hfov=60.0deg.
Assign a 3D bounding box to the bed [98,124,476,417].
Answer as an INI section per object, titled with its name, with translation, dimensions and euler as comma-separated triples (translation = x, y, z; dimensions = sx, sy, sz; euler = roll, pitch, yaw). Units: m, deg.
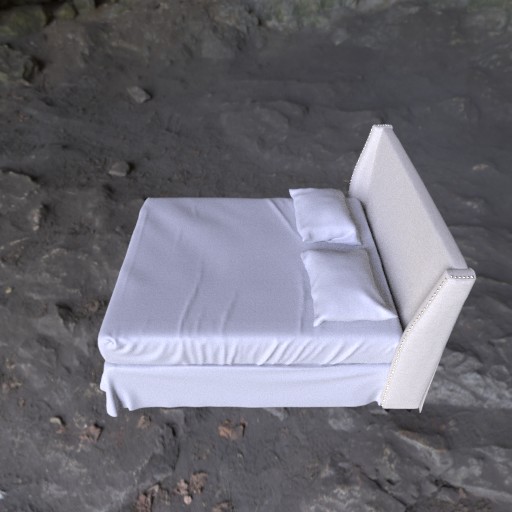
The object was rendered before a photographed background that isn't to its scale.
[bed]
translation = 0.000, 0.000, 3.390
dimensions = 2.276, 1.332, 1.925
euler = 0, 40, 0
